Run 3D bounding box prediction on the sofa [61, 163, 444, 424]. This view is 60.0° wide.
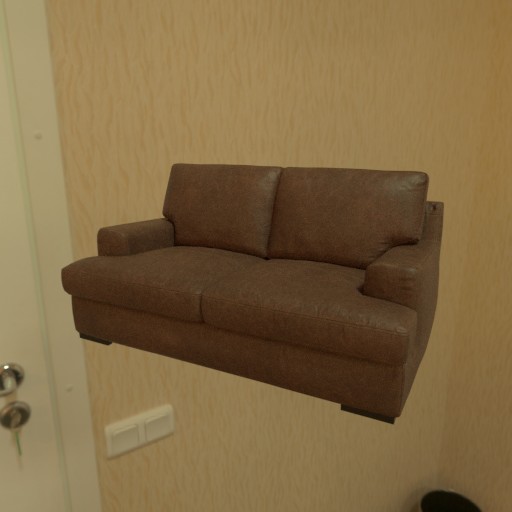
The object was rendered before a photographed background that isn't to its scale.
[{"bbox_3d":[0.000,0.000,2.466,1.880,0.939,1.143,8,17,26],"label":"sofa"}]
